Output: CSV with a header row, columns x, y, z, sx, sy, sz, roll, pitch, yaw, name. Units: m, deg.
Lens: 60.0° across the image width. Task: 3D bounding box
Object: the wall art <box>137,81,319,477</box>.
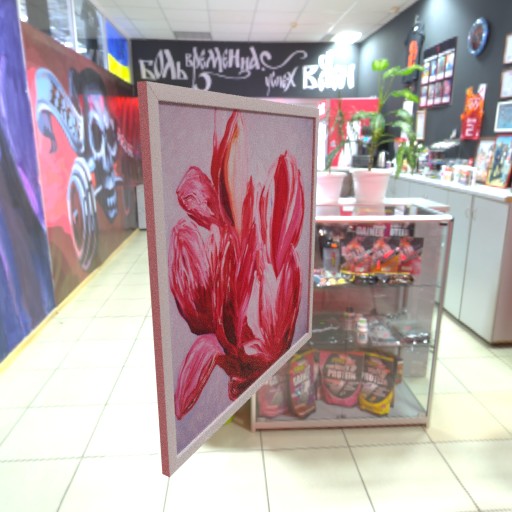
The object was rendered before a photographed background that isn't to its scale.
x,y,z,sx,sy,sz,roll,pitch,yaw,name
0.000,0.000,1.201,0.022,0.803,0.805,8,17,28,wall art
